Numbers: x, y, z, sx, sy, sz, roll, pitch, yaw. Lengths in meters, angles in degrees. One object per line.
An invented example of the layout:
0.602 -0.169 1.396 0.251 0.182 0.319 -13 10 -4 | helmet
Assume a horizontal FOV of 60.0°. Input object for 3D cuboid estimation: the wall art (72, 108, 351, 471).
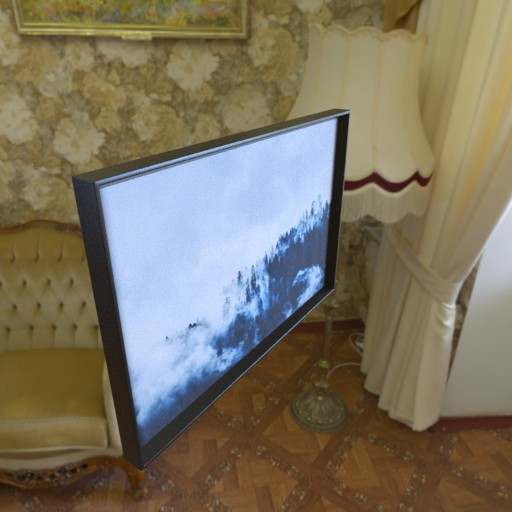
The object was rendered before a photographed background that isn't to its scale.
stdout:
0.000 0.000 1.171 0.058 0.640 0.939 17 31 31 | wall art
